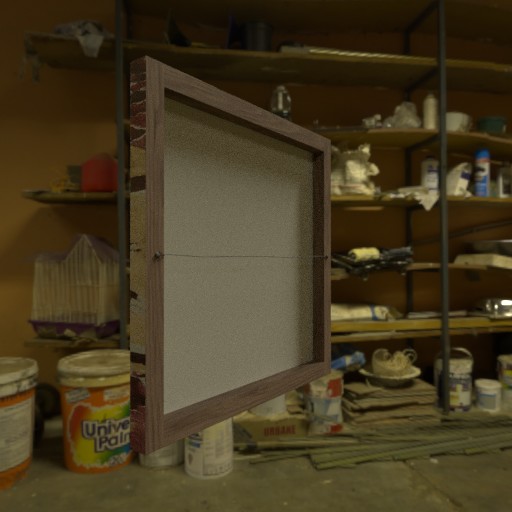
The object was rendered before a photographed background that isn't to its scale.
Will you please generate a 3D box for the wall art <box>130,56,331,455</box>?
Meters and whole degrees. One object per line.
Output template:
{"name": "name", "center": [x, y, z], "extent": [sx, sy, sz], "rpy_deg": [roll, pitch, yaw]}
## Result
{"name": "wall art", "center": [0.000, 0.000, 0.933], "extent": [0.041, 0.613, 0.609], "rpy_deg": [0, 0, 37]}
